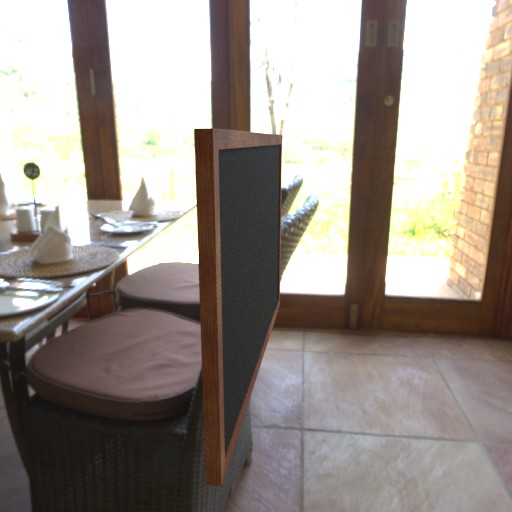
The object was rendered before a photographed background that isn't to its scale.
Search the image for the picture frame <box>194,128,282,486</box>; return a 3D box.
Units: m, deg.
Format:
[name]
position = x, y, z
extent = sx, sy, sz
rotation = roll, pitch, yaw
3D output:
[picture frame]
position = 0.000, 0.000, 1.197
extent = 0.029, 0.640, 0.950
rotation = 2, 15, 9
